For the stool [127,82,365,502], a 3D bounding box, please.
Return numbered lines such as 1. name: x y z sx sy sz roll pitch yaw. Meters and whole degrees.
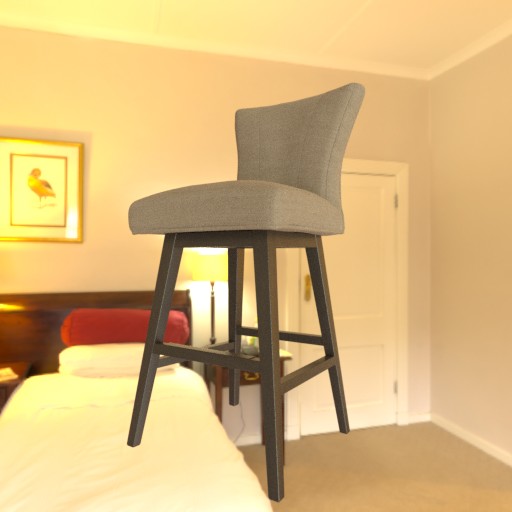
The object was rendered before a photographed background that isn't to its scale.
1. stool: 0.000 0.000 1.346 0.514 1.086 0.574 0 0 35
